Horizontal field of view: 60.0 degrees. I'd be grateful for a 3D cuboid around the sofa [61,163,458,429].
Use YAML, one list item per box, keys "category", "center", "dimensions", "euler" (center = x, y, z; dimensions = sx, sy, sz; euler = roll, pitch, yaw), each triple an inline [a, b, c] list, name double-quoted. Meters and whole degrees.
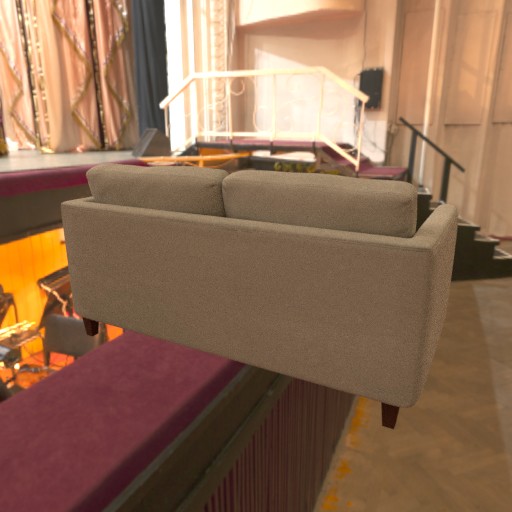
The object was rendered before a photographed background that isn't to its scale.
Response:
- category: "sofa"
  center: [0.000, 0.000, 2.370]
  dimensions: [1.884, 0.963, 0.950]
  euler: [9, 19, 27]
